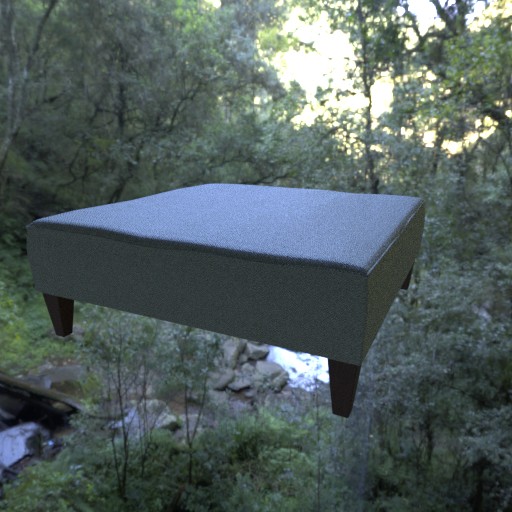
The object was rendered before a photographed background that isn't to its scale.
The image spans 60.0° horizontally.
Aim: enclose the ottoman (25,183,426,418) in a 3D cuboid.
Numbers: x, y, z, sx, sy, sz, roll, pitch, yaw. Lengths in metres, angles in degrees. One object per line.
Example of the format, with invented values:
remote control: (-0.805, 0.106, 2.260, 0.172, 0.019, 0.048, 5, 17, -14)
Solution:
ottoman: (0.000, 0.000, 1.507, 0.968, 0.379, 1.004, 8, 18, 25)
